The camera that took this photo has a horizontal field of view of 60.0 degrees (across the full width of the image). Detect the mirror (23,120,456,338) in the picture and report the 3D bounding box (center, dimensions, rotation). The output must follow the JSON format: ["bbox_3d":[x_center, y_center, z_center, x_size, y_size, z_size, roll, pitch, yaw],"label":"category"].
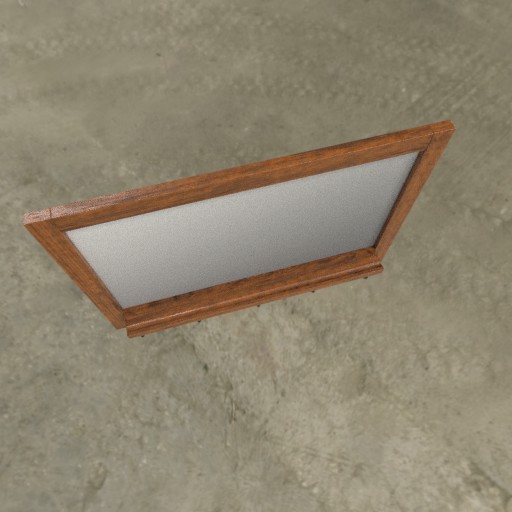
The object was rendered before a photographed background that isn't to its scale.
[{"bbox_3d":[0.000,0.000,0.981,0.758,0.537,0.084,-14,64,-7],"label":"mirror"}]
